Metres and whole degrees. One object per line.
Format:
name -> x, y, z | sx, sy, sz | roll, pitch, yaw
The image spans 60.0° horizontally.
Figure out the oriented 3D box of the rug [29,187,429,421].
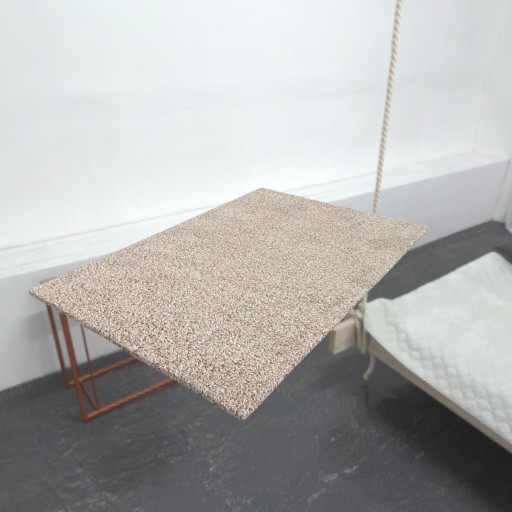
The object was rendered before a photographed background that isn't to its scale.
rug -> 0.000, 0.000, 2.288 | 1.219, 0.030, 1.778 | 19, 33, 32
